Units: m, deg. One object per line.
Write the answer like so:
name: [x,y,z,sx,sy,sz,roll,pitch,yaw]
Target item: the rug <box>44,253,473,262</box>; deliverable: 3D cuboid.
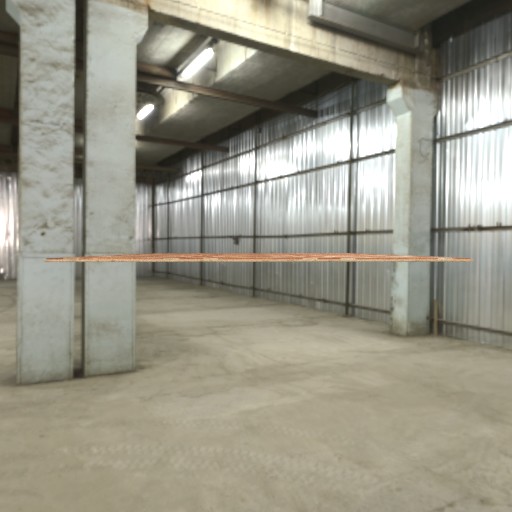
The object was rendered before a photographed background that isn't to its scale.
rug: [0.000,0.000,4.063,2.466,0.021,3.049,0,1,-1]
